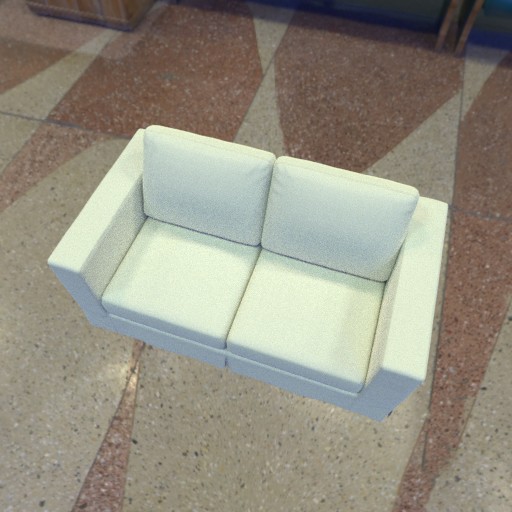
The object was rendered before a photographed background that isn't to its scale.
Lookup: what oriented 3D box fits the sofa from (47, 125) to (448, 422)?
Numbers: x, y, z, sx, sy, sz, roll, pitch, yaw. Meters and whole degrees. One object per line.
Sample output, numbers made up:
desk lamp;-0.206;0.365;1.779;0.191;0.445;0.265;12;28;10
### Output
sofa;0.000;0.000;2.384;1.813;0.932;1.009;16;59;10
